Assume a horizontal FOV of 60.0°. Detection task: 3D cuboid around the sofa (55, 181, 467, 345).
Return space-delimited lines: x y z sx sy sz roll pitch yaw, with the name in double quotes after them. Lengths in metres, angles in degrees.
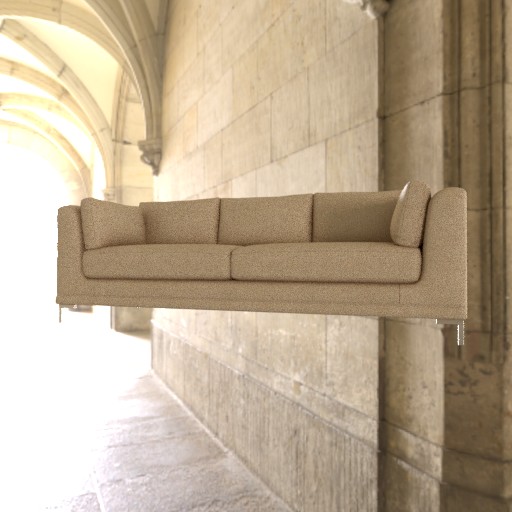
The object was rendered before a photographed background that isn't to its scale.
0.000 0.000 2.920 2.415 0.867 0.969 0 0 18 "sofa"
